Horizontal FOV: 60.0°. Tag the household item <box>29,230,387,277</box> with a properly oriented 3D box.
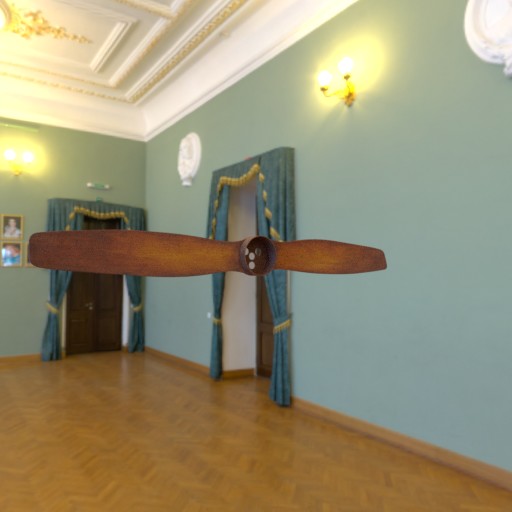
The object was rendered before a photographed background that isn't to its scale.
[{"bbox_3d":[0.000,0.000,1.275,1.181,0.121,0.051,2,-3,-36],"label":"household item"}]
